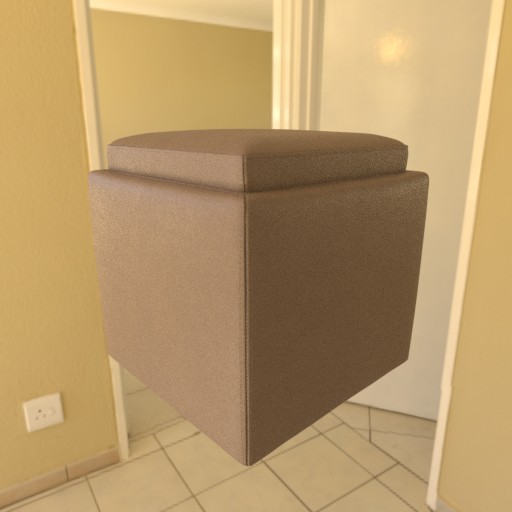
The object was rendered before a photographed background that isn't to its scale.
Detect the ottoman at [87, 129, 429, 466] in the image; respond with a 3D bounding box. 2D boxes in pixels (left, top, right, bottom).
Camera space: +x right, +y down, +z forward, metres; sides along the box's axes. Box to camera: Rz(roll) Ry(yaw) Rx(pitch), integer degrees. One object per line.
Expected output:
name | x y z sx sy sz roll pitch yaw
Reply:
ottoman | 0.000 0.000 0.836 0.451 0.460 0.450 -15 22 -41
